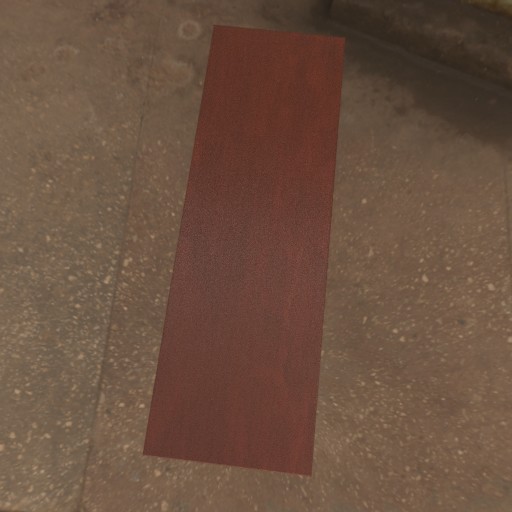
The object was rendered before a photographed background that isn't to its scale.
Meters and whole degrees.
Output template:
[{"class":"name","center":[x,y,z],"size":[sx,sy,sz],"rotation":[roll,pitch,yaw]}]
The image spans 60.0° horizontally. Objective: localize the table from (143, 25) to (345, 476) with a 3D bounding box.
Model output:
[{"class":"table","center":[0.000,0.000,1.515],"size":[0.392,0.739,1.188],"rotation":[6,76,2]}]
